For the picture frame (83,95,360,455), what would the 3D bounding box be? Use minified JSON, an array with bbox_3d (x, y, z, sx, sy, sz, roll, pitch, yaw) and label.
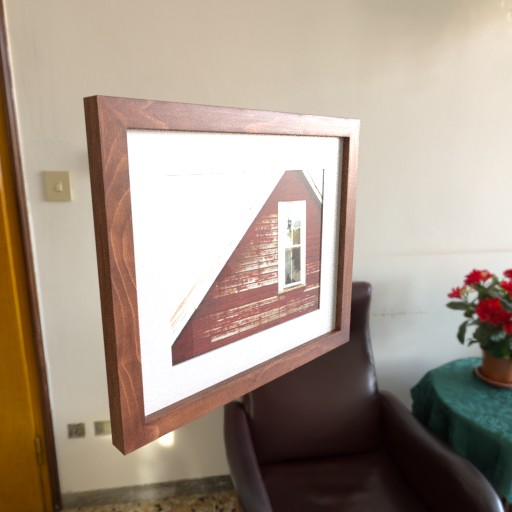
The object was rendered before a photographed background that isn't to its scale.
[{"bbox_3d":[0.000,0.000,0.529,0.381,0.330,0.025,-13,18,-43],"label":"picture frame"}]
